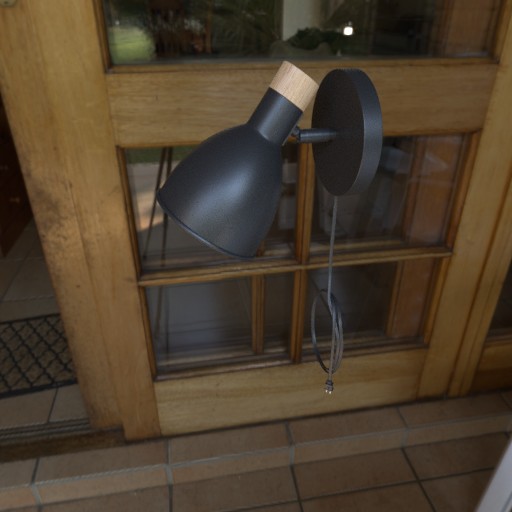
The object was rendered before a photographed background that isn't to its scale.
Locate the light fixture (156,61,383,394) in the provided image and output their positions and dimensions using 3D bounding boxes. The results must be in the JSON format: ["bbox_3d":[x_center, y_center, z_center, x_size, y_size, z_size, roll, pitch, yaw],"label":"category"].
[{"bbox_3d":[0.000,0.000,0.497,0.203,0.401,0.127,-8,30,-13],"label":"light fixture"}]
